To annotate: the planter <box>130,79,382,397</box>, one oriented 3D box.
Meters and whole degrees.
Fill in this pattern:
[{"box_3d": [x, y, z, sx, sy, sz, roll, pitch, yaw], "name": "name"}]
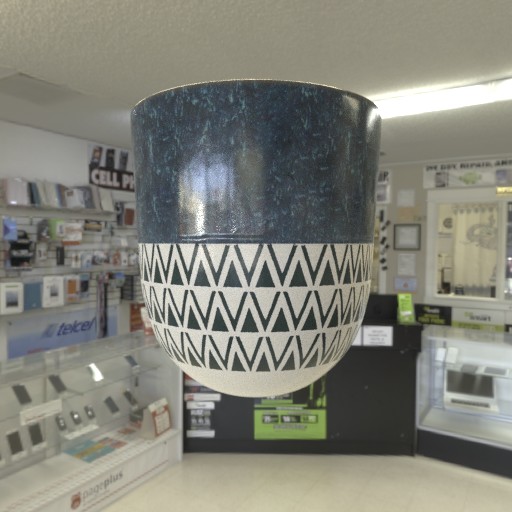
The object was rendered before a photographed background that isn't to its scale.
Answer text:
[{"box_3d": [0.000, 0.000, 0.360, 0.195, 0.214, 0.195, 0, 2, 0], "name": "planter"}]
